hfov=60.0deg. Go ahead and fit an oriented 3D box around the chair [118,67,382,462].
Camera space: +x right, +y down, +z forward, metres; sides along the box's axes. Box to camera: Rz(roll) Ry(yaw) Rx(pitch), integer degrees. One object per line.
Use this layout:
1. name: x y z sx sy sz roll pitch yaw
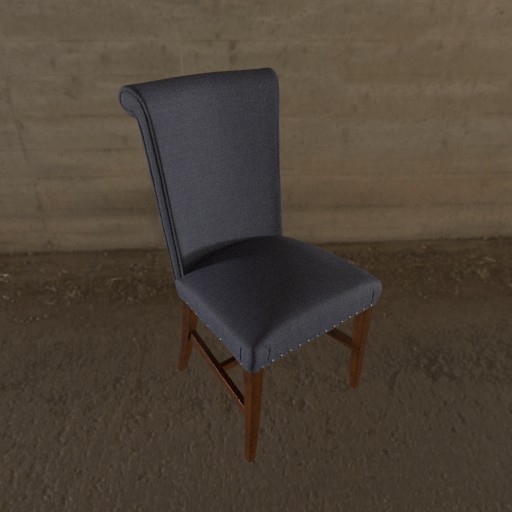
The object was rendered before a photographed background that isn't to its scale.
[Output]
1. chair: 0.000 0.000 1.371 0.513 0.988 0.608 -22 38 -31
